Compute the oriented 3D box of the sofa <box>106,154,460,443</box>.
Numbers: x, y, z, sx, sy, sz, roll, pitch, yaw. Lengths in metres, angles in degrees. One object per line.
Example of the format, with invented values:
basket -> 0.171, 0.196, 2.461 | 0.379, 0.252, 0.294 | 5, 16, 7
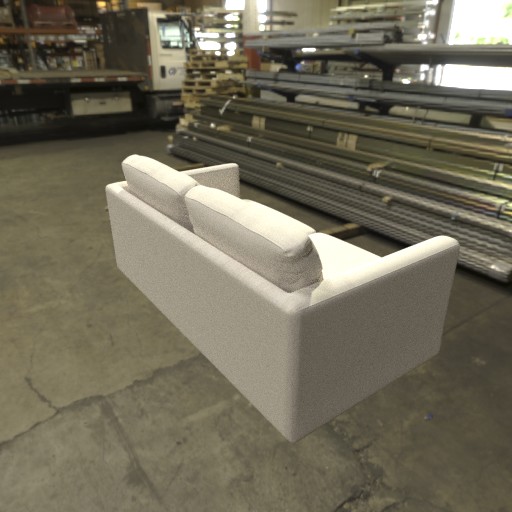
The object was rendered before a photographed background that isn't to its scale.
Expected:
sofa -> 0.000, 0.000, 2.291 | 0.940, 0.893, 1.713 | -17, 31, -32
